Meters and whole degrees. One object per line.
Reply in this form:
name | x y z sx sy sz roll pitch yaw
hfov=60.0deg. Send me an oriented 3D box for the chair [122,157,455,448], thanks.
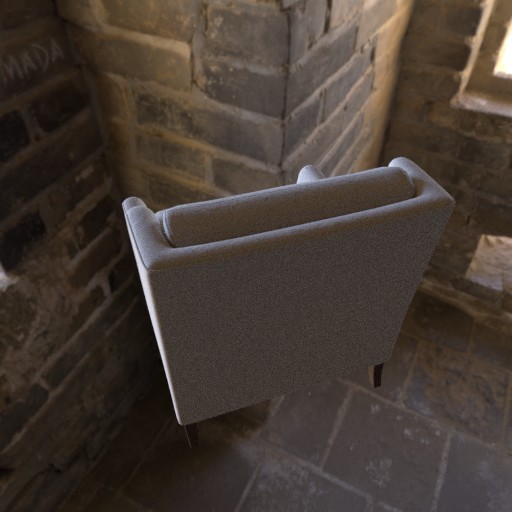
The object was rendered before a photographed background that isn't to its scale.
chair | 0.000 0.000 1.887 0.982 1.056 1.040 -13 42 -14
